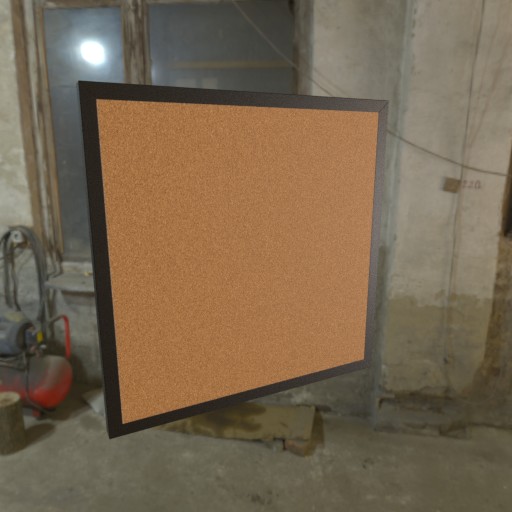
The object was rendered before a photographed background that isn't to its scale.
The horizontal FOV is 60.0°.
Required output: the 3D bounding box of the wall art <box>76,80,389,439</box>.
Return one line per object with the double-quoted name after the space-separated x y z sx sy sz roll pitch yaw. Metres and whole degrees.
0.000 0.000 1.101 0.765 0.765 0.038 -7 15 -26 "wall art"
